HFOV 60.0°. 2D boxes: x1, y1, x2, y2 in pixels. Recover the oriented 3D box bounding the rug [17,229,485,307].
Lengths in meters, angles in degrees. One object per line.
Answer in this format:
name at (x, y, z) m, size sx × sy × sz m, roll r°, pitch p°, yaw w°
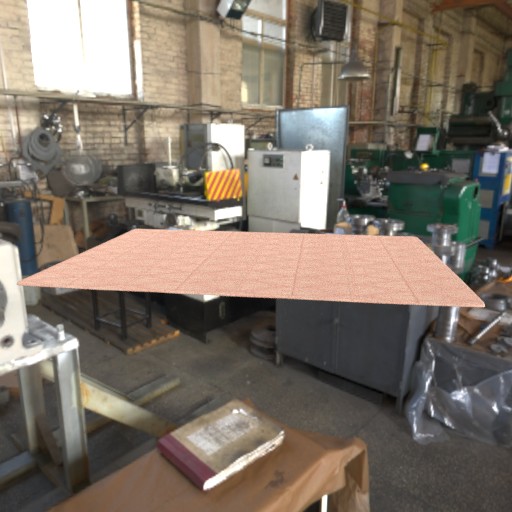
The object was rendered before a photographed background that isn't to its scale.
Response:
rug at (0.000, 0.000, 2.970) m, size 2.390 × 0.015 × 1.609 m, roll 2°, pitch 14°, yaw 8°
